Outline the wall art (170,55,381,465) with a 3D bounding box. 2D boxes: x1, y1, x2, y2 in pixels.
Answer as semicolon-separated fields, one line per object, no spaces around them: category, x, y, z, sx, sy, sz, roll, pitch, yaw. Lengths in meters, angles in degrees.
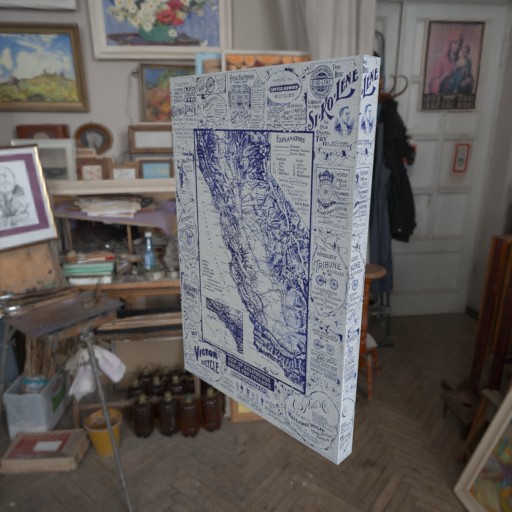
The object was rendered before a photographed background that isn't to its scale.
wall art;0.000;0.000;0.482;0.025;0.376;0.255;-16;23;-42
